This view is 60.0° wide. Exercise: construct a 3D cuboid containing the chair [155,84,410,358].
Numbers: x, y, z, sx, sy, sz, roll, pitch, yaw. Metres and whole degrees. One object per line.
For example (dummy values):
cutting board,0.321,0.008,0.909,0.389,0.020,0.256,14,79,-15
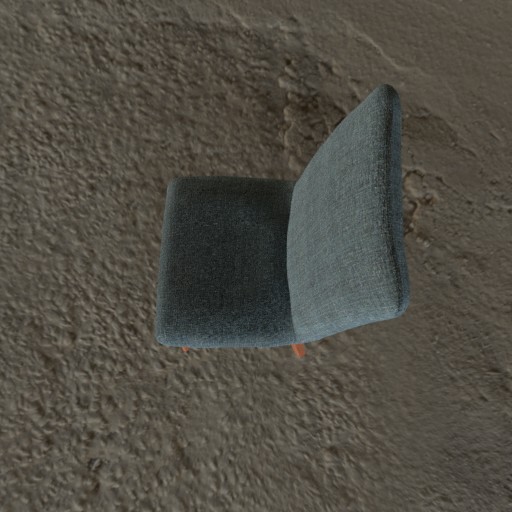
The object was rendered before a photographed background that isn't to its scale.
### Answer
chair,0.000,0.000,1.271,0.563,0.974,0.522,2,74,0
